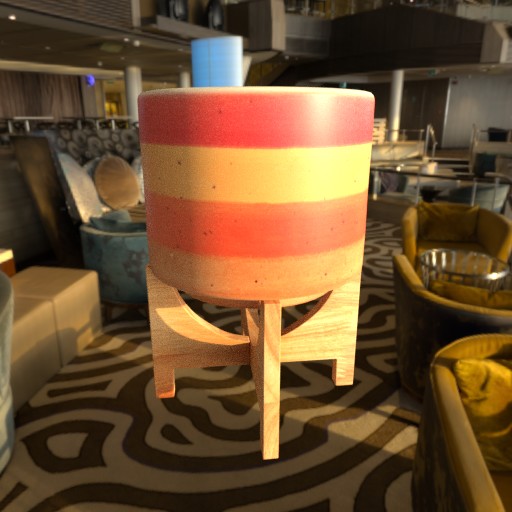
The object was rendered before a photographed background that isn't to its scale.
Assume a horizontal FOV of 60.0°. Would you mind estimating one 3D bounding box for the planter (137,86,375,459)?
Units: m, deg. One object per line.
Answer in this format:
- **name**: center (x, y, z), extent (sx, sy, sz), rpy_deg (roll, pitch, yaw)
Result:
- **planter**: center (0.000, 0.000, 0.551), extent (0.269, 0.379, 0.269), rpy_deg (0, 17, 0)
